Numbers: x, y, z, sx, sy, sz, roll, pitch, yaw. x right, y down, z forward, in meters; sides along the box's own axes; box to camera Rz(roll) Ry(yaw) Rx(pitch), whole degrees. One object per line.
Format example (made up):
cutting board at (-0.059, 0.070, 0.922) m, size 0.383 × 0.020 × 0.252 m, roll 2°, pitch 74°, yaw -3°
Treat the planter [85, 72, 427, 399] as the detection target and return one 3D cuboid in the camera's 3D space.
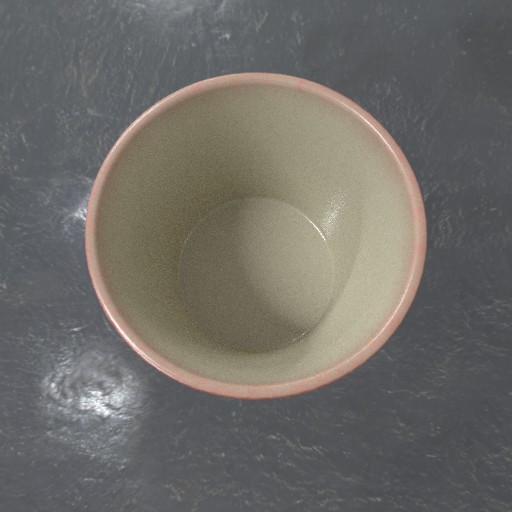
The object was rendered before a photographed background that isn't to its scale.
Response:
planter at (0.000, 0.000, 0.467) m, size 0.273 × 0.237 × 0.273 m, roll 0°, pitch 76°, yaw 0°
